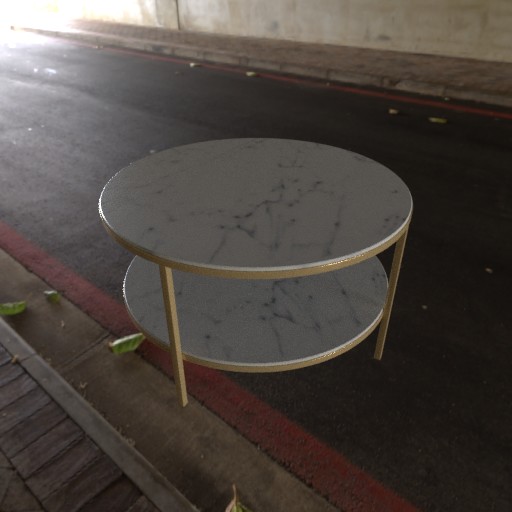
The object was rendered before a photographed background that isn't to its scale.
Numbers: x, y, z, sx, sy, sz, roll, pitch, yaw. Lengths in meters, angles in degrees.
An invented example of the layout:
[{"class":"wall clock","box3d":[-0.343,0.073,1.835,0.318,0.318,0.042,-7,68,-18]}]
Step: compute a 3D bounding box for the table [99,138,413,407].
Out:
[{"class":"table","box3d":[0.000,0.000,1.295,0.800,0.450,0.800,0,32,0]}]
